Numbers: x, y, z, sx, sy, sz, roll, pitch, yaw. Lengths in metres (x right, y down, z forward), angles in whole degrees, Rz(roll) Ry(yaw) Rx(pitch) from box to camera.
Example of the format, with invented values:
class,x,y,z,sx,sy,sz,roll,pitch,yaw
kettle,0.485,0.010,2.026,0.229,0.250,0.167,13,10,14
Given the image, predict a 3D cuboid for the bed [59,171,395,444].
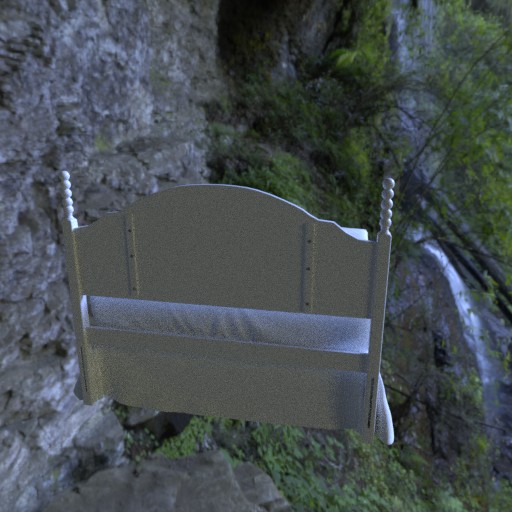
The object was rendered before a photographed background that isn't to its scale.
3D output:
class,x,y,z,sx,sy,sz,roll,pitch,yaw
bed,0.000,0.000,3.211,1.873,1.356,2.040,3,16,12
